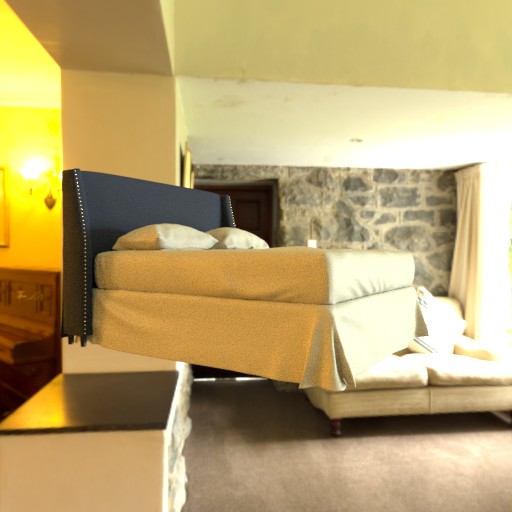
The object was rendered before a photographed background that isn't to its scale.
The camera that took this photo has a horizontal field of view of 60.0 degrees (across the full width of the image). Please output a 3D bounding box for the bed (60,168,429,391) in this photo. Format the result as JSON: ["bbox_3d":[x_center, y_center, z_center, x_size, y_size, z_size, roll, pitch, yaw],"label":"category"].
[{"bbox_3d":[0.000,0.000,3.480,2.276,1.332,1.925,0,1,34],"label":"bed"}]
